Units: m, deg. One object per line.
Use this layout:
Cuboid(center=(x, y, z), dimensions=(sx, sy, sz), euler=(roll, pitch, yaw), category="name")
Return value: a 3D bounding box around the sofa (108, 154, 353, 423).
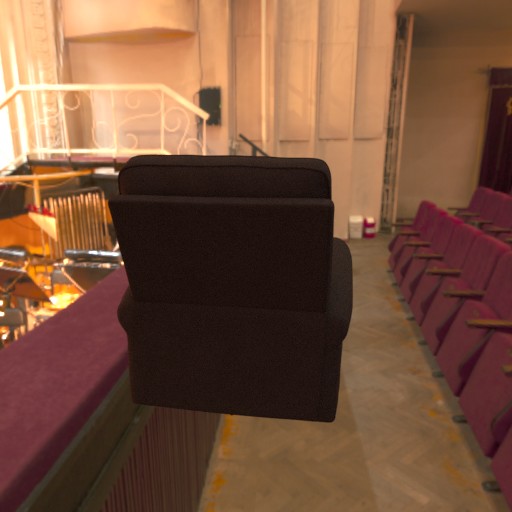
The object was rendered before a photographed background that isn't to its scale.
Cuboid(center=(0.000, 0.000, 2.071), dimensions=(0.880, 0.959, 1.478), euler=(2, 15, 9), category="sofa")
